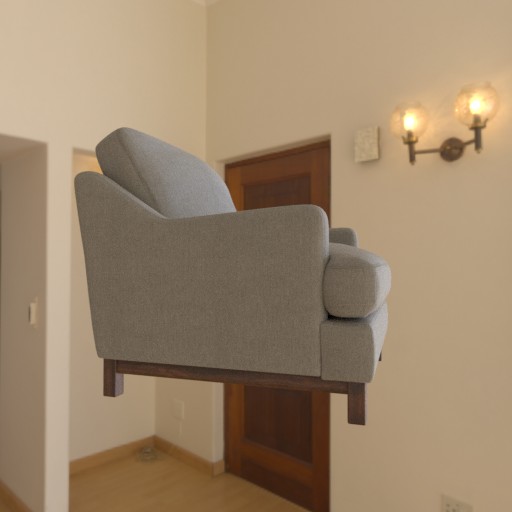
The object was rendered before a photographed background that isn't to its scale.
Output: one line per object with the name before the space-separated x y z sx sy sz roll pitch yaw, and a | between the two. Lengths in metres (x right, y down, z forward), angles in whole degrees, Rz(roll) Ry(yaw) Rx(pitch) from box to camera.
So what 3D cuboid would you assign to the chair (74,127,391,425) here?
chair | 0.000 0.000 1.549 0.892 0.821 0.826 0 -1 19
